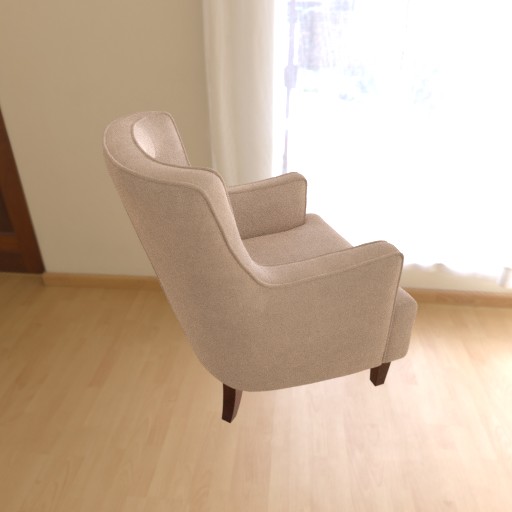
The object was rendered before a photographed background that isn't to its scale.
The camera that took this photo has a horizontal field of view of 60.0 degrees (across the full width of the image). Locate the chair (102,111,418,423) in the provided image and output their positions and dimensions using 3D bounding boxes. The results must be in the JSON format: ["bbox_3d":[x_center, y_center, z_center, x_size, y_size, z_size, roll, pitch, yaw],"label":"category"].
[{"bbox_3d":[0.000,0.000,1.589,0.910,0.920,0.781,-11,32,-17],"label":"chair"}]
